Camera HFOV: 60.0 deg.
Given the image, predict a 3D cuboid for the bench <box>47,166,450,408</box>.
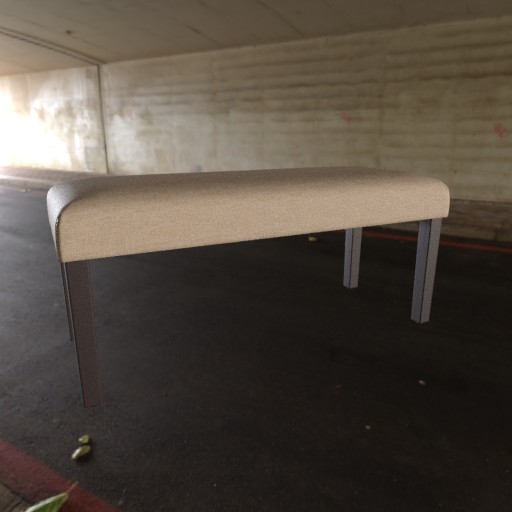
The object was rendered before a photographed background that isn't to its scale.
[{"bbox_3d":[0.000,0.000,1.235,1.013,0.456,0.407,-8,18,-25],"label":"bench"}]
